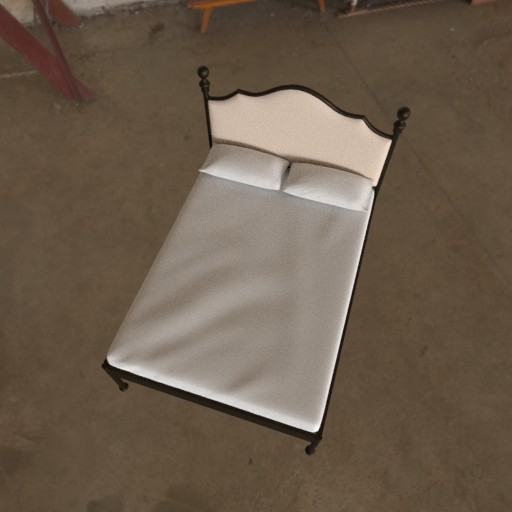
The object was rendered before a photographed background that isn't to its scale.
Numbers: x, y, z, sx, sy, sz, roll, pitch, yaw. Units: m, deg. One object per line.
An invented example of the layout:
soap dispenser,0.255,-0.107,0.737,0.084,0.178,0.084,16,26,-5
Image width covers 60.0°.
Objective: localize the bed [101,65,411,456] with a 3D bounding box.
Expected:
bed,0.000,0.000,3.370,1.642,1.499,2.224,15,59,9
